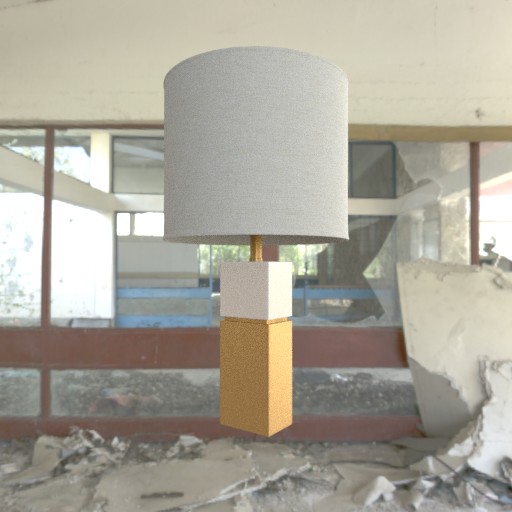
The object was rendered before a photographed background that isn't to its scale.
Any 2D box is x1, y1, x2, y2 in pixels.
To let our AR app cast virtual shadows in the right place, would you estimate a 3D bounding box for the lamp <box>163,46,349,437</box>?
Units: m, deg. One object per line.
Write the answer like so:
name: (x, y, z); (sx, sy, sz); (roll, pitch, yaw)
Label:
lamp: (0.000, 0.000, 0.555); (0.229, 0.417, 0.229); (-1, -2, 36)
